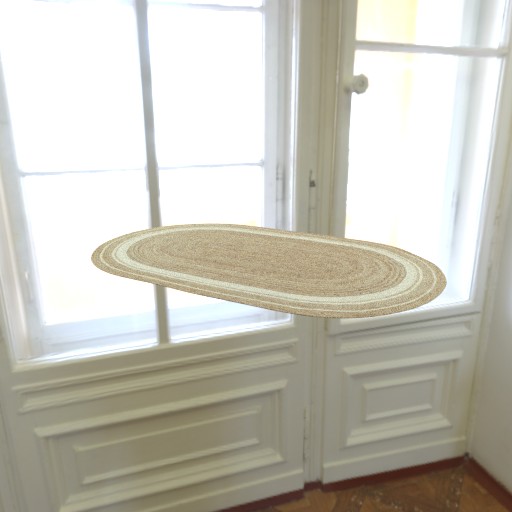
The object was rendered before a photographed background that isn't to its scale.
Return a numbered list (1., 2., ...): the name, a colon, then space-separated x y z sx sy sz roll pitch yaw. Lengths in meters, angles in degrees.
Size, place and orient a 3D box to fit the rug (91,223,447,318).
1. rug: 0.000 0.000 3.052 2.432 0.006 1.520 9 20 27
